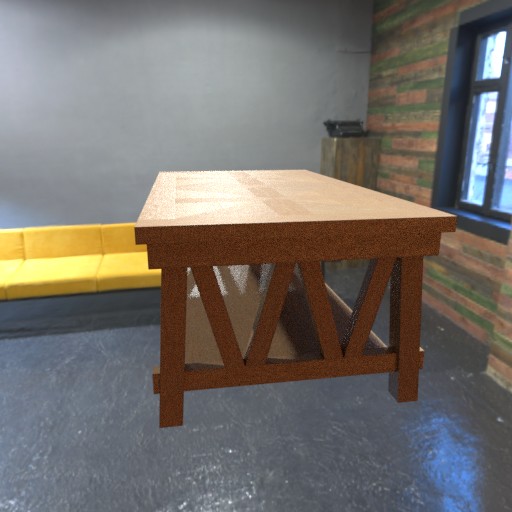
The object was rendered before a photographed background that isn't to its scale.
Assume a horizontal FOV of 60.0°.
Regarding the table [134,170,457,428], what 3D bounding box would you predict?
[{"bbox_3d":[0.000,0.000,1.619,0.711,0.507,1.270,-3,16,-9],"label":"table"}]
